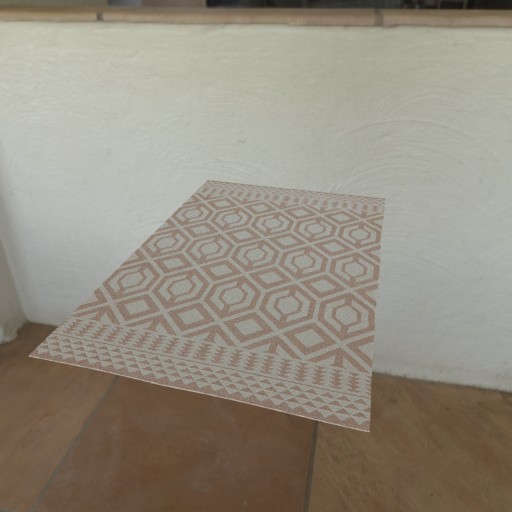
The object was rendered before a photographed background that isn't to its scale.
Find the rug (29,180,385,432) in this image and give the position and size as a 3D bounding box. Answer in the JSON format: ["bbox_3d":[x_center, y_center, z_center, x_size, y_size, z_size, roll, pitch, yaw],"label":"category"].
[{"bbox_3d":[0.000,0.000,2.239,1.219,0.008,1.829,8,32,13],"label":"rug"}]
